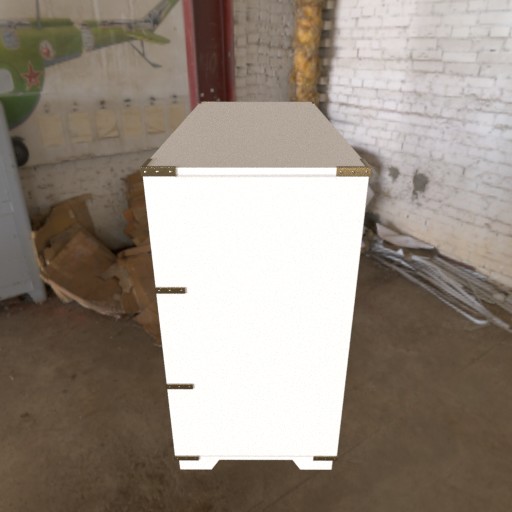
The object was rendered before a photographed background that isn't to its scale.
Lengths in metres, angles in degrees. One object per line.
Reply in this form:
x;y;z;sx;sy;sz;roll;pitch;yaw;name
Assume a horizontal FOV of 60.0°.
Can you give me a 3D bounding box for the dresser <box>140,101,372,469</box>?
0.000;0.000;1.530;0.460;0.891;1.022;0;26;0;dresser
